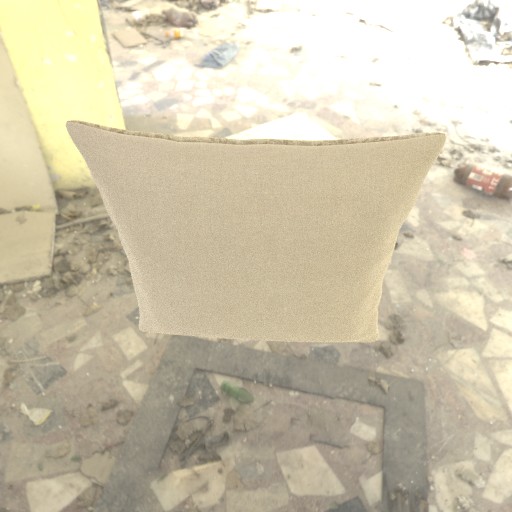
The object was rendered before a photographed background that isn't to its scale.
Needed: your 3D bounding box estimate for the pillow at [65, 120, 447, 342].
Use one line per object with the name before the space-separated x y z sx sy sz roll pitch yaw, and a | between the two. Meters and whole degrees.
pillow | 0.000 0.000 0.783 0.523 0.510 0.166 3 46 2
